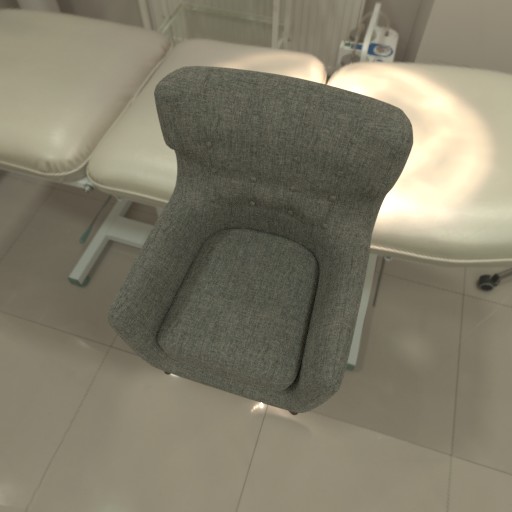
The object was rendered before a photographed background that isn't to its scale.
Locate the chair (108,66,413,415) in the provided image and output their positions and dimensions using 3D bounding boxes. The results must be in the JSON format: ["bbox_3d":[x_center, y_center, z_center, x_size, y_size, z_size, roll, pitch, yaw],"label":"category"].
[{"bbox_3d":[0.000,0.000,1.740,0.878,1.063,0.904,15,59,9],"label":"chair"}]
